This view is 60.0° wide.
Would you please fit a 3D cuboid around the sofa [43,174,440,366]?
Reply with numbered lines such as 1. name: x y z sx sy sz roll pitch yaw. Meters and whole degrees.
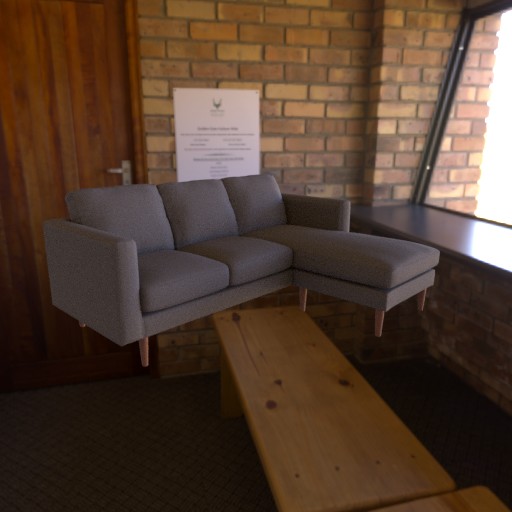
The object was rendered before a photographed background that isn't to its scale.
1. sofa: 0.000 0.000 2.862 1.591 0.897 2.031 14 20 42
